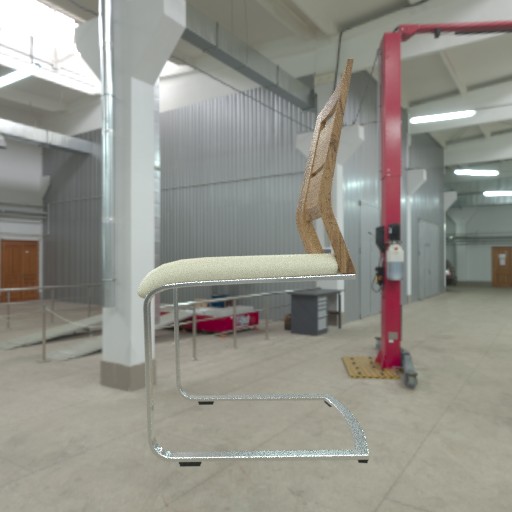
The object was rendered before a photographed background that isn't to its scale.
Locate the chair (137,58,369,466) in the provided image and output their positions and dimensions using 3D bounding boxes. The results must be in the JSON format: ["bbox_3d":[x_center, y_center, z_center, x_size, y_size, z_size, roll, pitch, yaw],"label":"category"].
[{"bbox_3d":[0.000,0.000,1.232,0.561,0.955,0.457,0,0,-2],"label":"chair"}]
